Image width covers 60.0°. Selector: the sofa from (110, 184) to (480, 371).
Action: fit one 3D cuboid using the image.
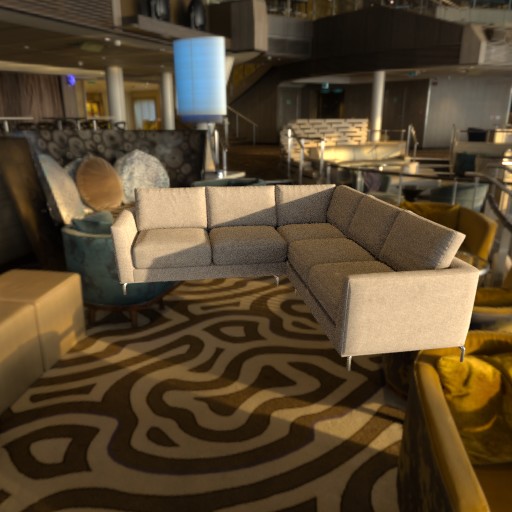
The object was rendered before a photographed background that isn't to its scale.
[{"bbox_3d":[0.000,0.000,3.693,2.438,0.864,2.438,-3,17,-9],"label":"sofa"}]
